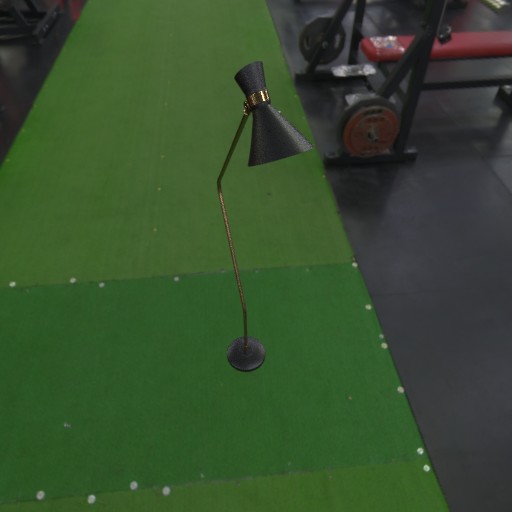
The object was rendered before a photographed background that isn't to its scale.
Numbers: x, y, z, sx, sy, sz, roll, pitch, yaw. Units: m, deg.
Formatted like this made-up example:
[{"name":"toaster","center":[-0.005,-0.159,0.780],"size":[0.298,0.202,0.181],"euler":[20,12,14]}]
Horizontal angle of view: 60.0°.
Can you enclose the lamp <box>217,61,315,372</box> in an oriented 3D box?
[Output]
[{"name":"lamp","center":[0.000,0.000,1.612],"size":[0.277,1.438,0.467],"euler":[-2,46,-2]}]
